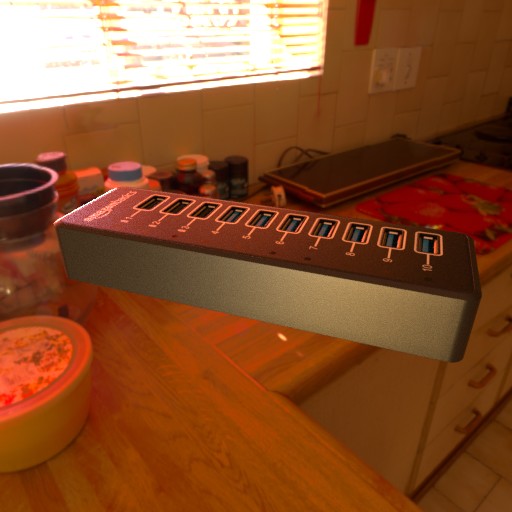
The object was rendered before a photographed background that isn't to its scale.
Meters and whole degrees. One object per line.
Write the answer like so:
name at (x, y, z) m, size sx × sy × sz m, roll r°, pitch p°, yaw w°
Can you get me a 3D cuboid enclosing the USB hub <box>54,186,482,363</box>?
USB hub at (0.000, 0.000, 0.163) m, size 0.145 × 0.023 × 0.044 m, roll 10°, pitch 31°, yaw 17°
